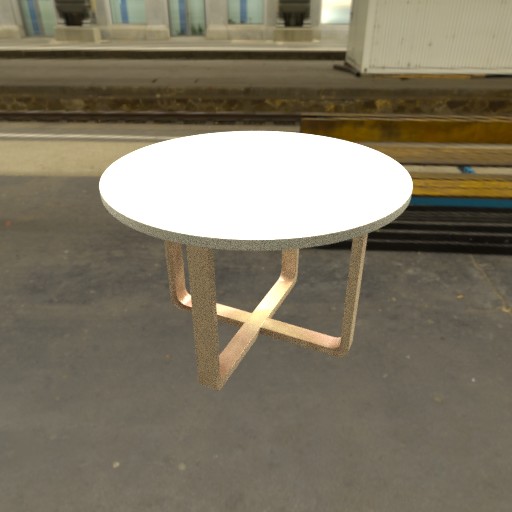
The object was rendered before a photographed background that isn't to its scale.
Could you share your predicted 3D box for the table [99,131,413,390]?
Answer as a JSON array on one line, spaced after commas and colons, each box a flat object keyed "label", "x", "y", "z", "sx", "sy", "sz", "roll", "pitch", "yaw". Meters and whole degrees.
[{"label": "table", "x": 0.000, "y": 0.000, "z": 0.986, "sx": 0.600, "sy": 0.400, "sz": 0.600, "roll": 0, "pitch": 30, "yaw": 0}]
